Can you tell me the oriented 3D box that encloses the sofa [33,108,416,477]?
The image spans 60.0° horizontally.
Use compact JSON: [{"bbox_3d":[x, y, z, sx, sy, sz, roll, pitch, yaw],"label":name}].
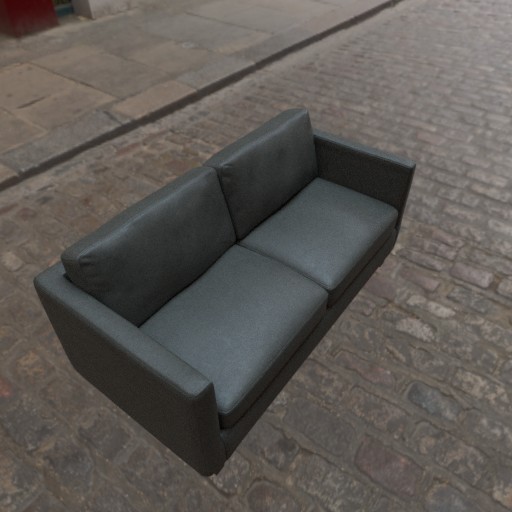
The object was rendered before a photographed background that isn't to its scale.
[{"bbox_3d":[0.000,0.000,2.355,0.951,0.933,1.883,27,49,26],"label":"sofa"}]
